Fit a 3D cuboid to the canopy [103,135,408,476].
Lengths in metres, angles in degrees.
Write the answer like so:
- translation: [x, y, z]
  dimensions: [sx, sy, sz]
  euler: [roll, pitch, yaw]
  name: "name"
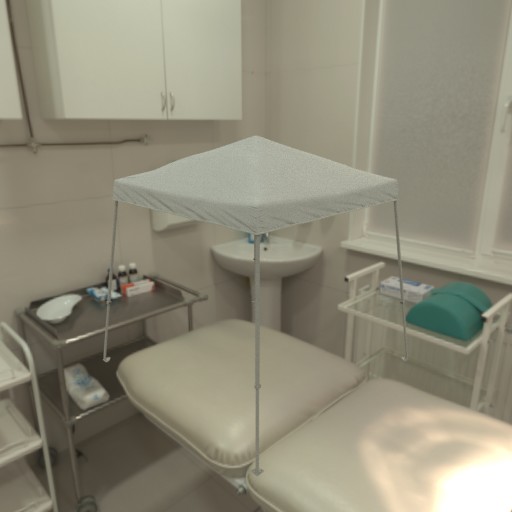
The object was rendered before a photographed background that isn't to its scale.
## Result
- translation: [0.000, 0.000, 5.428]
  dimensions: [2.849, 2.849, 2.848]
  euler: [16, 23, 42]
  name: "canopy"
